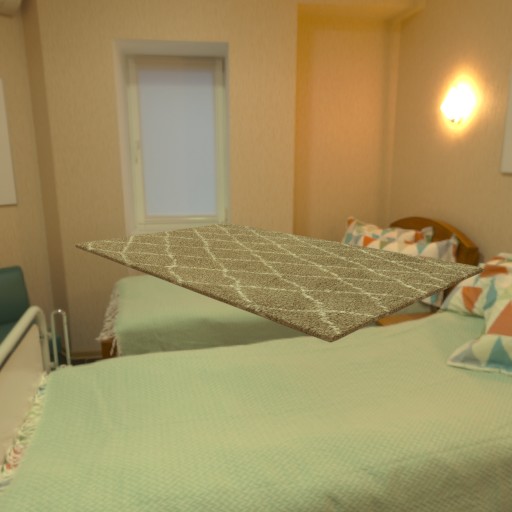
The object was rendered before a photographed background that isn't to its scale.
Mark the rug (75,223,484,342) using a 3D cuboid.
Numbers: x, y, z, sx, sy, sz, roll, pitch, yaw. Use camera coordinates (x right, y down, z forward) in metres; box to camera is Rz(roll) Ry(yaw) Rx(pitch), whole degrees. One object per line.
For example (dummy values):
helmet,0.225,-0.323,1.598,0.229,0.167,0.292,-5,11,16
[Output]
rug,0.000,0.000,3.044,1.524,0.030,2.438,-12,18,-42
